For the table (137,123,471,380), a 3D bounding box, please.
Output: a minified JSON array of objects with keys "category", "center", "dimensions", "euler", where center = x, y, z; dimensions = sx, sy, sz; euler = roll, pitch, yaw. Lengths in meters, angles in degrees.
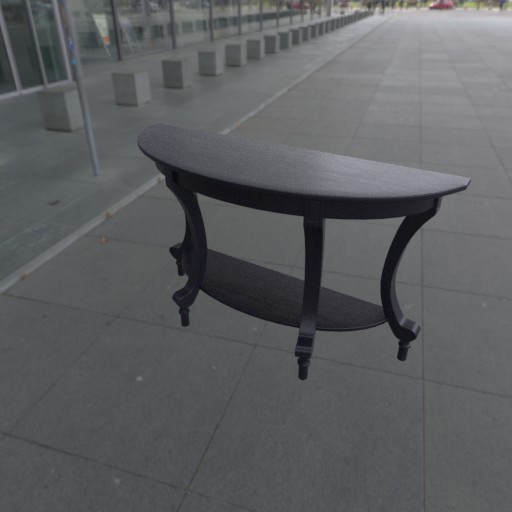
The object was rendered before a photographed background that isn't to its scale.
[{"category":"table","center":[0.000,0.000,1.566],"dimensions":[1.198,0.692,0.394],"euler":[18,35,28]}]
